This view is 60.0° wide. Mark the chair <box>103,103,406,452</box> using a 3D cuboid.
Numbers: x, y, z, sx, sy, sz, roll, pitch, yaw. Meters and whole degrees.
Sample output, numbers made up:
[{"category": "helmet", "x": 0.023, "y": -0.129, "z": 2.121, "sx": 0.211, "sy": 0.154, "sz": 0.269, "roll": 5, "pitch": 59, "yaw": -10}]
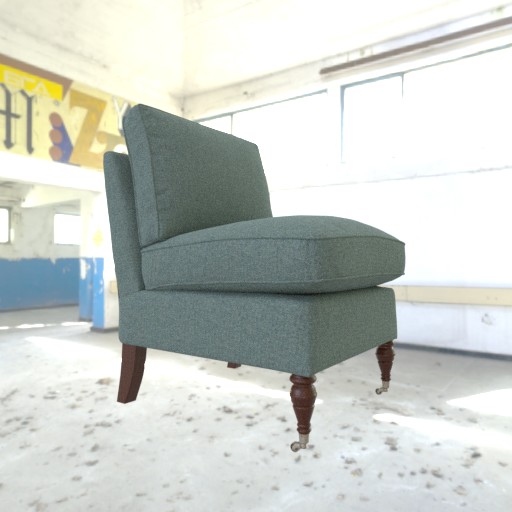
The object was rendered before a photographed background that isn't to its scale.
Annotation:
[{"category": "chair", "x": 0.000, "y": 0.000, "z": 1.410, "sx": 0.796, "sy": 0.901, "sz": 0.624, "roll": 0, "pitch": 0, "yaw": 36}]
